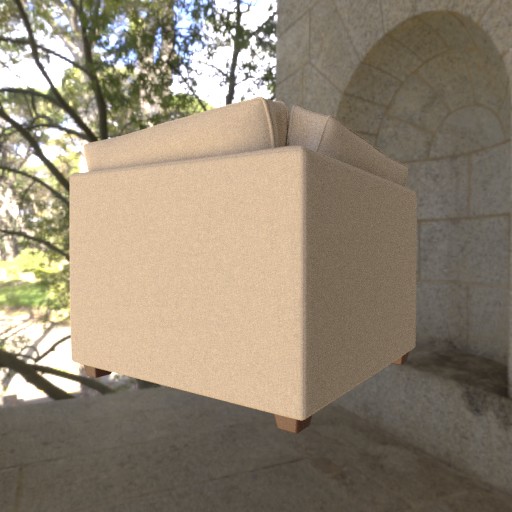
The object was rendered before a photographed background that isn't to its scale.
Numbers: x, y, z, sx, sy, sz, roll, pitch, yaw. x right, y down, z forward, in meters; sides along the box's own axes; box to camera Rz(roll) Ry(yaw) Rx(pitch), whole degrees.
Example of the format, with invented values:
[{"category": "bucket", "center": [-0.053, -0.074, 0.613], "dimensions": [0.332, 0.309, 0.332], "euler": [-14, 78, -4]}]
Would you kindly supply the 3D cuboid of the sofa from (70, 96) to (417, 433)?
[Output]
[{"category": "sofa", "center": [0.000, 0.000, 1.817], "dimensions": [1.042, 0.937, 1.050], "euler": [0, 1, 36]}]
